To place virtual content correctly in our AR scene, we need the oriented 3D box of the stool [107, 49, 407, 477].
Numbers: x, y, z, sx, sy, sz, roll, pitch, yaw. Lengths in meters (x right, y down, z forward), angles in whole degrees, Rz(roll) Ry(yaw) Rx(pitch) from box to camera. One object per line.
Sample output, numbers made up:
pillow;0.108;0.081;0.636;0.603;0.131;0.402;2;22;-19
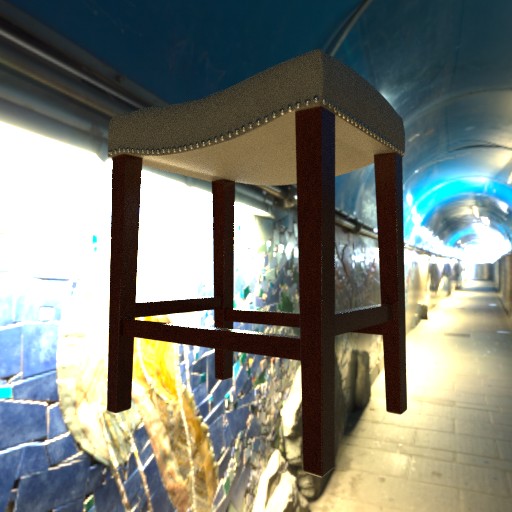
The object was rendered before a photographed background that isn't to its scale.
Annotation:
stool;0.000;0.000;0.915;0.509;0.632;0.375;-1;-2;36
